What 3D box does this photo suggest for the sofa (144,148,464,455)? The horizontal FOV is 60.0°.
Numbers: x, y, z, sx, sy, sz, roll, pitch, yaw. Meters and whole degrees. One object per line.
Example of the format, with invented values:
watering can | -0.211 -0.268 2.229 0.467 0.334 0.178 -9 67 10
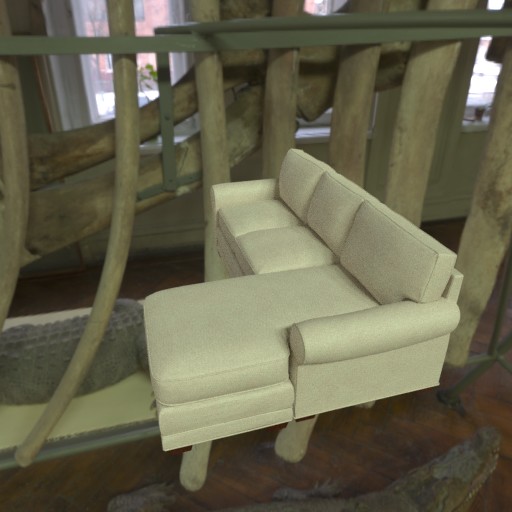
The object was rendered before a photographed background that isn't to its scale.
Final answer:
sofa | 0.000 0.000 2.366 1.226 0.734 1.770 -8 29 -14
